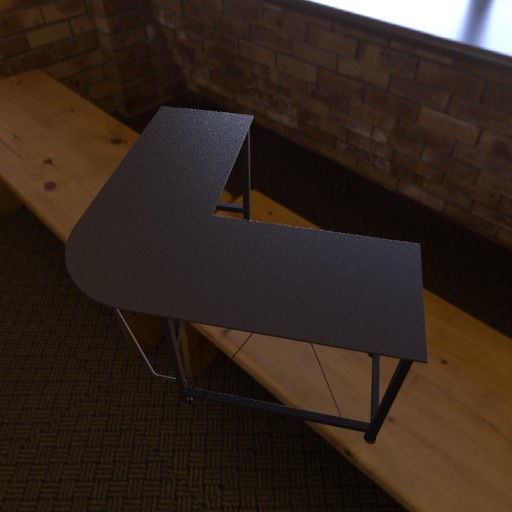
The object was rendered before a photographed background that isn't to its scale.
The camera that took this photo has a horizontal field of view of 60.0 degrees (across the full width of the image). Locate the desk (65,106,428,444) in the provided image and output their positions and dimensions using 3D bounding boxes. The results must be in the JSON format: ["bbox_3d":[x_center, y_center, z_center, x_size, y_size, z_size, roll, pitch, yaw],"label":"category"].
[{"bbox_3d":[0.000,0.000,2.248,1.400,0.762,1.400,9,47,8],"label":"desk"}]
